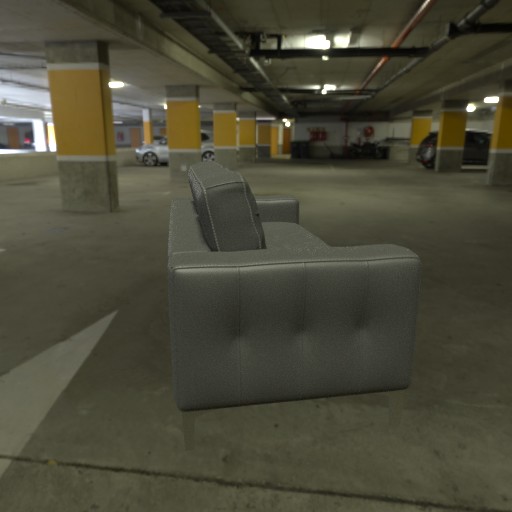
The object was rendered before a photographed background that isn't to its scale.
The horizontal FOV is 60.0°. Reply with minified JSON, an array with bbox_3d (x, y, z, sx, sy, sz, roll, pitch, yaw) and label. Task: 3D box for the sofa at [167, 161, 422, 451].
[{"bbox_3d":[0.000,0.000,2.215,0.833,0.892,1.726,-3,15,-10],"label":"sofa"}]
